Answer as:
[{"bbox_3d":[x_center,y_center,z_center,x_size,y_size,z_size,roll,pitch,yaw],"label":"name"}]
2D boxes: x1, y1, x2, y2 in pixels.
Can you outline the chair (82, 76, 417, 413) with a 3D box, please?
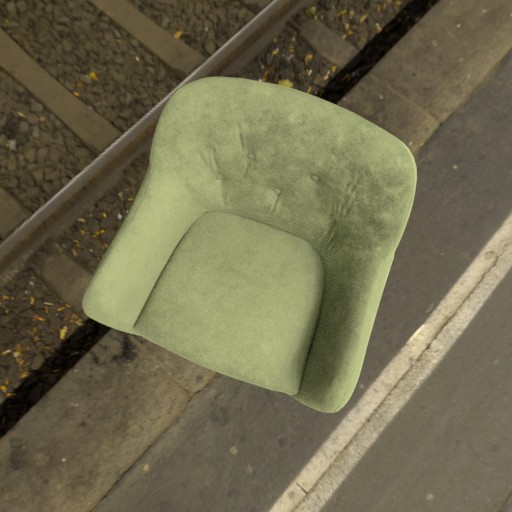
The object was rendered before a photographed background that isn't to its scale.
[{"bbox_3d":[0.000,0.000,1.539,0.840,0.804,0.819,20,75,6],"label":"chair"}]
